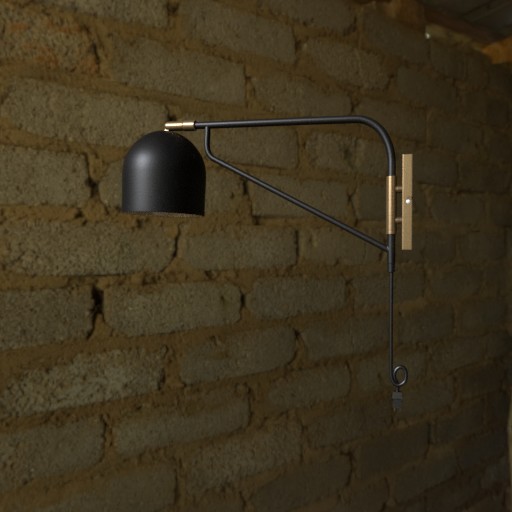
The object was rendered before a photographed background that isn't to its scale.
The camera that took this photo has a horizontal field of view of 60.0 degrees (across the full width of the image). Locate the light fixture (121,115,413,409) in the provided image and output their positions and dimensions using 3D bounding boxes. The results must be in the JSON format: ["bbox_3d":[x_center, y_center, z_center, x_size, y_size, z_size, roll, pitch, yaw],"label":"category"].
[{"bbox_3d":[0.000,0.000,1.088,0.720,0.696,0.215,0,1,18],"label":"light fixture"}]
